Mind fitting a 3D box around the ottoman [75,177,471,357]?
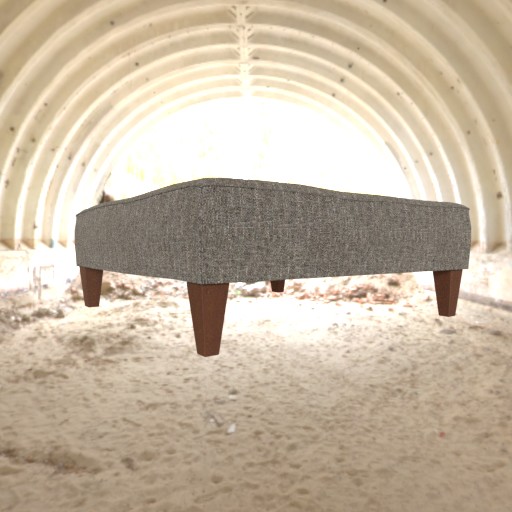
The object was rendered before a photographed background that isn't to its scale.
[{"bbox_3d":[0.000,0.000,1.530,0.981,0.379,1.016,-1,2,-35],"label":"ottoman"}]
